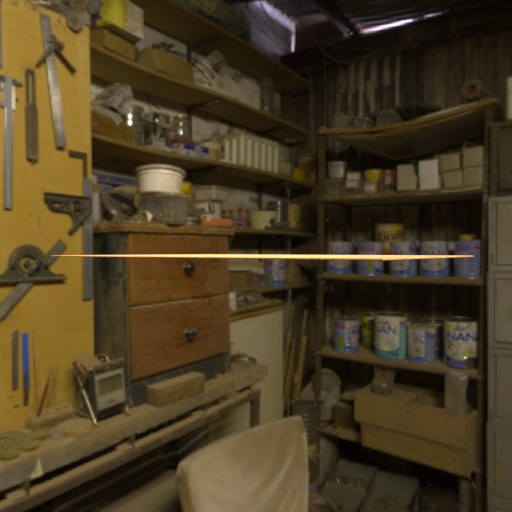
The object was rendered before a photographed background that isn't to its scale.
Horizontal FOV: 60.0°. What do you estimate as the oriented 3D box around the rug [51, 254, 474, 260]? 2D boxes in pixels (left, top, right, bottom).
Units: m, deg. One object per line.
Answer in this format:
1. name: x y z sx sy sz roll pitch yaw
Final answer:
1. rug: 0.000 0.000 2.875 2.285 0.006 1.524 0 1 37
